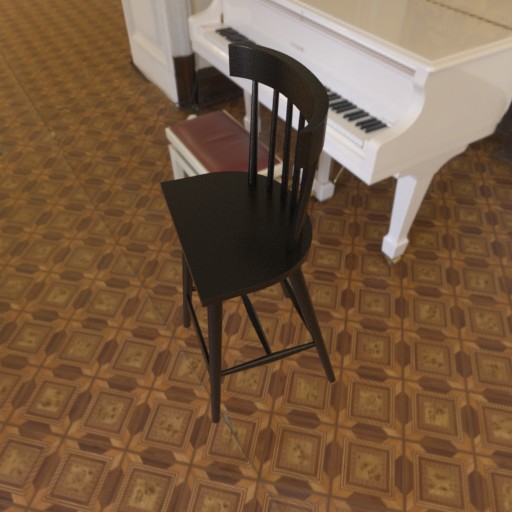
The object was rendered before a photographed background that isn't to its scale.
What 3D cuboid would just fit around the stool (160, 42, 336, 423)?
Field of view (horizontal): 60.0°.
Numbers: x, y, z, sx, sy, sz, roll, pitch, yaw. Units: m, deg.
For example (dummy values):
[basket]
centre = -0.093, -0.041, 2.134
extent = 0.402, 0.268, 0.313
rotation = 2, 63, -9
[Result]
[stool]
centre = 0.000, 0.000, 1.355
extent = 0.483, 1.092, 0.482
rotation = -15, 48, -14
